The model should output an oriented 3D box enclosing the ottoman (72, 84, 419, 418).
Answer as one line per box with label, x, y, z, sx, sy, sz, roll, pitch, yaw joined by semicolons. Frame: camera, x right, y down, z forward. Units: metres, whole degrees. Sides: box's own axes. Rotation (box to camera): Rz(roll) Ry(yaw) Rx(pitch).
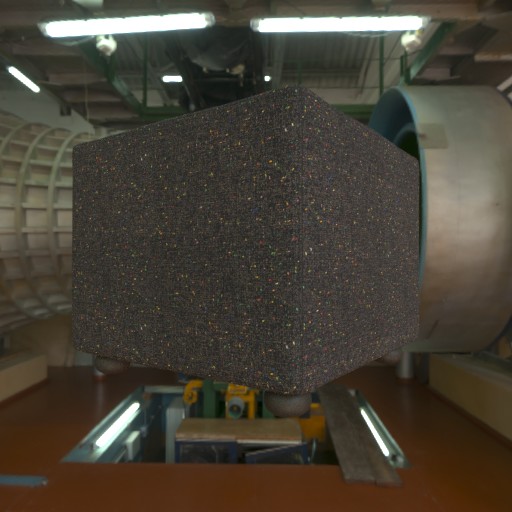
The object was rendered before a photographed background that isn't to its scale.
ottoman;0.000;0.000;0.868;0.508;0.432;0.508;-1;-1;36
